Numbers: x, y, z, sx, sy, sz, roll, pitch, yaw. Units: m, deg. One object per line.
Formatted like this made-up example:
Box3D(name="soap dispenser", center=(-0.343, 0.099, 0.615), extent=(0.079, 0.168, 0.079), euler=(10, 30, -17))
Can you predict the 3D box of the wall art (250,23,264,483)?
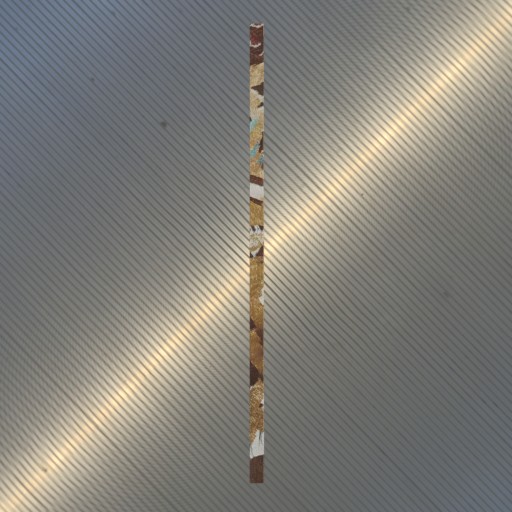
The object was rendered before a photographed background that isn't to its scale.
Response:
Box3D(name="wall art", center=(0.000, 0.000, 1.109), extent=(0.028, 0.762, 0.757), euler=(0, 89, 0))
